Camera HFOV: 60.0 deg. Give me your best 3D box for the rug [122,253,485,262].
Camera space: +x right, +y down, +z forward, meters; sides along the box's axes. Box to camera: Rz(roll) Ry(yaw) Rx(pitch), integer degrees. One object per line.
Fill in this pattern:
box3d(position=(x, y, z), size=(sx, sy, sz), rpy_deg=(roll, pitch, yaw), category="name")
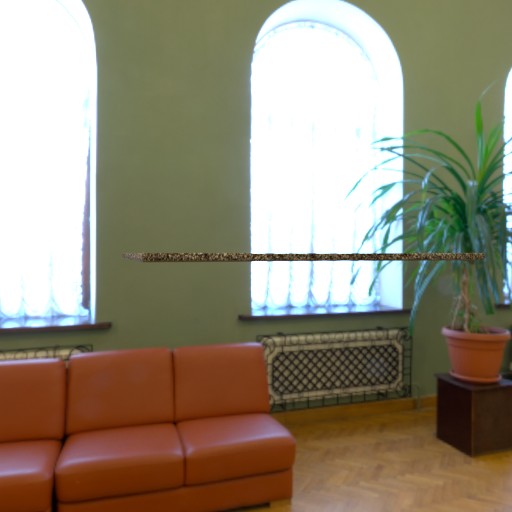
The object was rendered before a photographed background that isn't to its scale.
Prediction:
box3d(position=(0.000, 0.000, 2.153), size=(1.198, 0.025, 1.601), rpy_deg=(0, 0, -19), category="rug")
